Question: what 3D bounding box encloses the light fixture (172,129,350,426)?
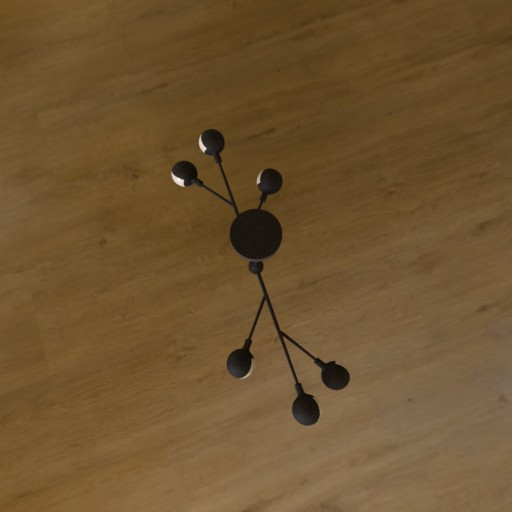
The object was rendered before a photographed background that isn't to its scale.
[{"bbox_3d":[0.000,0.000,1.022,0.434,0.362,0.778,-3,76,-1],"label":"light fixture"}]
